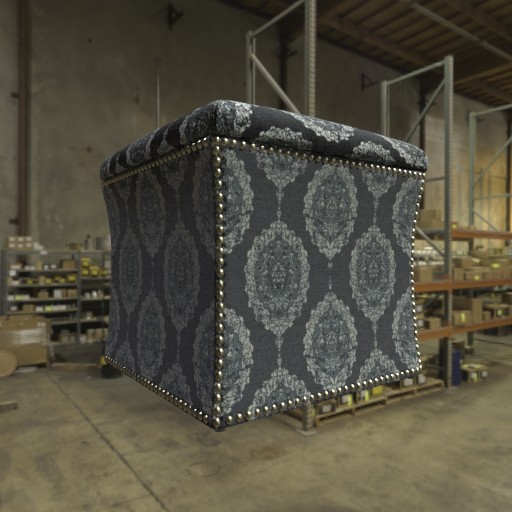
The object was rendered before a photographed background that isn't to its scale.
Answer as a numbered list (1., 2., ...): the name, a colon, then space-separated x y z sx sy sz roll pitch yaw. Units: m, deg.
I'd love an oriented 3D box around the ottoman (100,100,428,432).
1. ottoman: 0.000 0.000 0.909 0.507 0.475 0.497 0 0 -36
